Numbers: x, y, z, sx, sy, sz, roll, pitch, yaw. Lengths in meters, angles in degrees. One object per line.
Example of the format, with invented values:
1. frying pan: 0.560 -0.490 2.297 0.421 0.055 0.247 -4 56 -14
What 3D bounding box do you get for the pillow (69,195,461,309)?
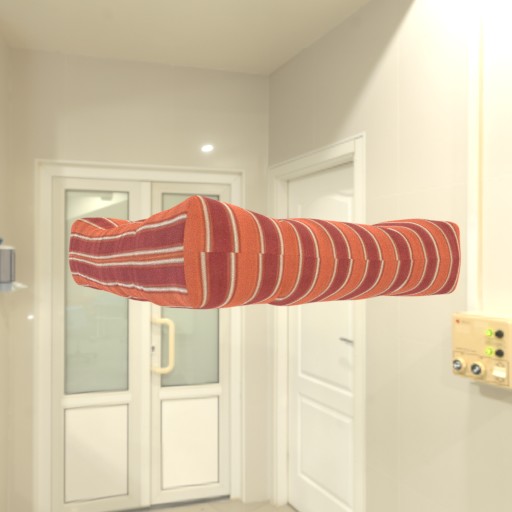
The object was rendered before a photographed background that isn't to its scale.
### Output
1. pillow: 0.000 0.000 0.730 0.490 0.133 0.468 0 0 -36
